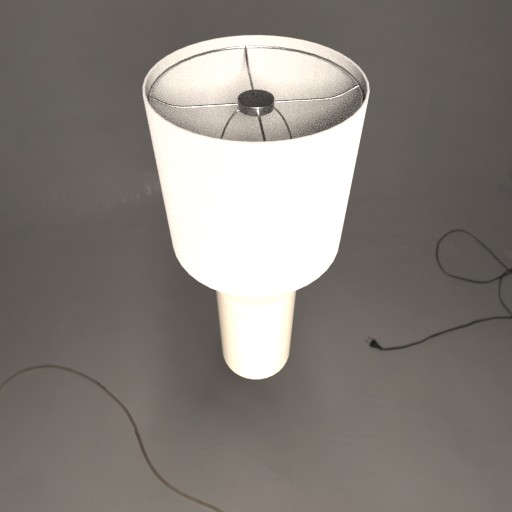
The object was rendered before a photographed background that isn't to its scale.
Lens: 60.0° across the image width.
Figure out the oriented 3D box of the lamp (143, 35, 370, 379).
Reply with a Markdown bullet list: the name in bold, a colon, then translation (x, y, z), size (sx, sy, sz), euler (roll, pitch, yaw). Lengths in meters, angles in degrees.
- **lamp**: translation (0.000, 0.000, 0.600), size (0.212, 0.493, 0.212), euler (-5, 48, -4)
